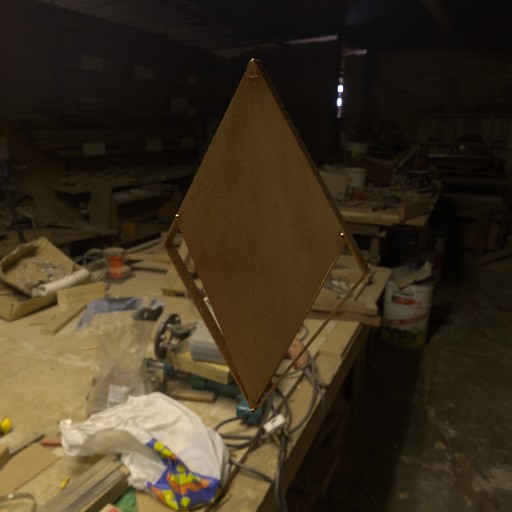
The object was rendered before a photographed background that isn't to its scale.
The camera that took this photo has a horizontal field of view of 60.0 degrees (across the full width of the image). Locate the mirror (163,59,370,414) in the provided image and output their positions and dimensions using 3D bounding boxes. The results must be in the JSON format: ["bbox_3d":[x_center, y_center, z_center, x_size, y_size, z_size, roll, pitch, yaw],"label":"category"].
[{"bbox_3d":[0.000,0.000,0.832,0.419,0.679,0.032,8,19,26],"label":"mirror"}]
